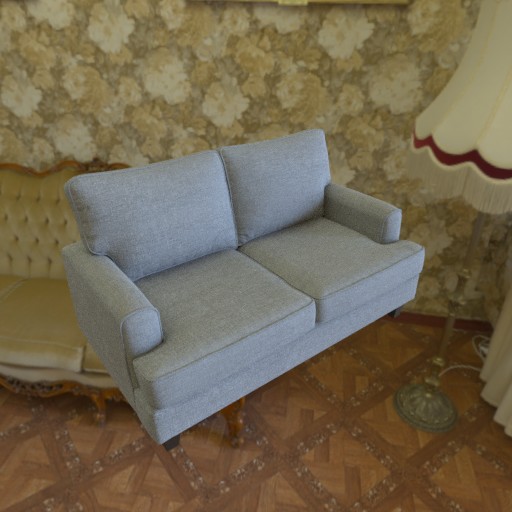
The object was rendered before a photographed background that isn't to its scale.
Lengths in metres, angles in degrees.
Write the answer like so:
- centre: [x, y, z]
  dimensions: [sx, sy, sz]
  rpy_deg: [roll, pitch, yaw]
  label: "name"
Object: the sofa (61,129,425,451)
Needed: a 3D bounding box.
- centre: [0.000, 0.000, 2.253]
  dimensions: [1.651, 0.965, 0.965]
  rpy_deg: [-21, 35, -32]
  label: "sofa"
